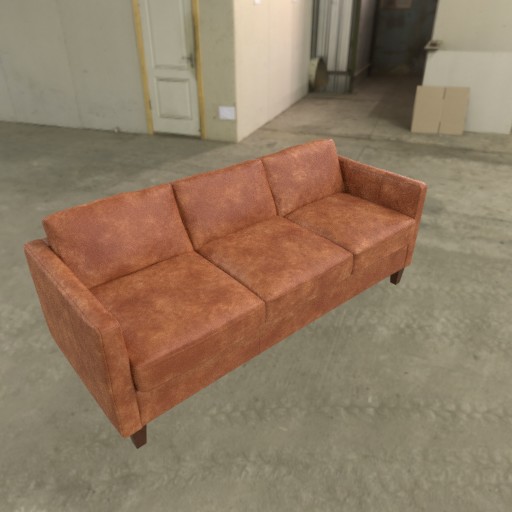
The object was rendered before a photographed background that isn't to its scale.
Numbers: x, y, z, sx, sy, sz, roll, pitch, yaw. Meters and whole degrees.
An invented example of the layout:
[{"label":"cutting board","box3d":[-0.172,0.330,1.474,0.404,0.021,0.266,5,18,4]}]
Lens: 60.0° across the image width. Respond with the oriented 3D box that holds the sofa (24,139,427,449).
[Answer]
[{"label":"sofa","box3d":[0.000,0.000,2.896,2.464,1.006,1.045,-24,38,-34]}]
